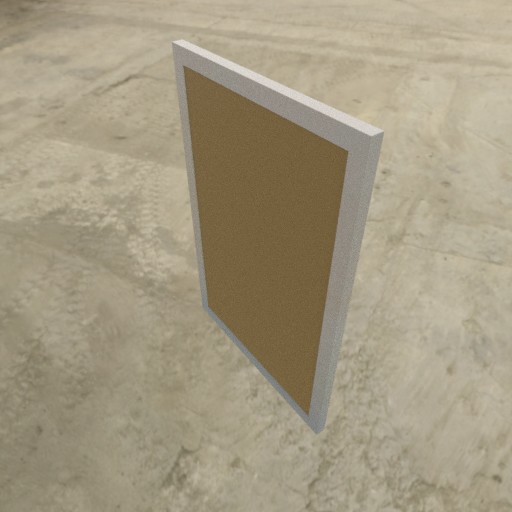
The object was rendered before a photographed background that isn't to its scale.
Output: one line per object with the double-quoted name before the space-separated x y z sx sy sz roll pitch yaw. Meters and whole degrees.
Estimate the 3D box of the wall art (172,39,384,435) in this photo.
"wall art" 0.000 0.000 1.443 0.038 1.143 0.764 -26 48 -27
